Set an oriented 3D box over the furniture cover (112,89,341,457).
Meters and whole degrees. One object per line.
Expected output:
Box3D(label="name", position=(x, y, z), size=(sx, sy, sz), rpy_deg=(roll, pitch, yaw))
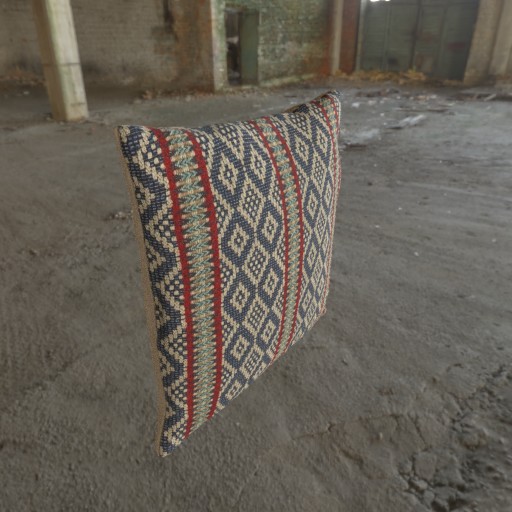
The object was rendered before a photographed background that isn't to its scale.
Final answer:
Box3D(label="furniture cover", position=(0.000, 0.000, 0.650), size=(0.139, 0.431, 0.431), rpy_deg=(18, 32, 32))
